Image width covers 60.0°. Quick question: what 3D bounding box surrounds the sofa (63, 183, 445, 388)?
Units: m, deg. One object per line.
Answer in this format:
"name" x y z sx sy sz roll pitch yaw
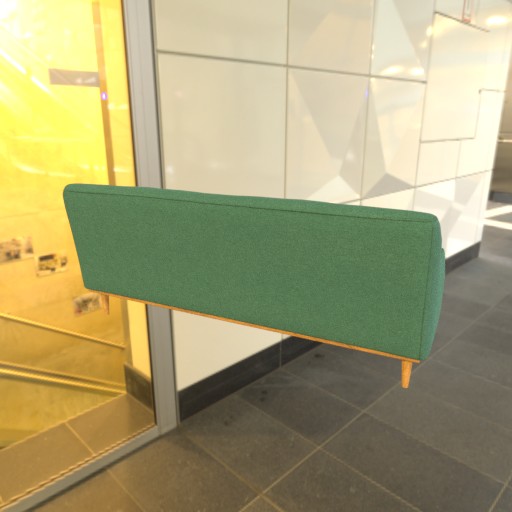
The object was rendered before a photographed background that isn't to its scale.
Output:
"sofa" 0.000 0.000 2.620 2.057 0.871 0.978 8 19 25
